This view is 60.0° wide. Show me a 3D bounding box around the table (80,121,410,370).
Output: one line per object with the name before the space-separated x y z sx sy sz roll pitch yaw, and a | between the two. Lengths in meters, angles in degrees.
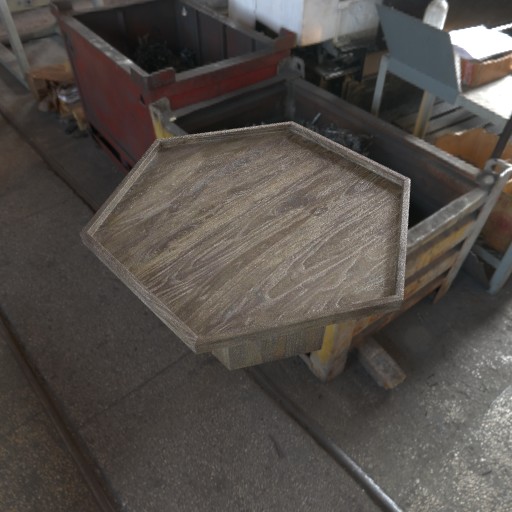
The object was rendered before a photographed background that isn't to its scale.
table | 0.000 0.000 1.627 0.966 0.488 1.115 11 47 11
